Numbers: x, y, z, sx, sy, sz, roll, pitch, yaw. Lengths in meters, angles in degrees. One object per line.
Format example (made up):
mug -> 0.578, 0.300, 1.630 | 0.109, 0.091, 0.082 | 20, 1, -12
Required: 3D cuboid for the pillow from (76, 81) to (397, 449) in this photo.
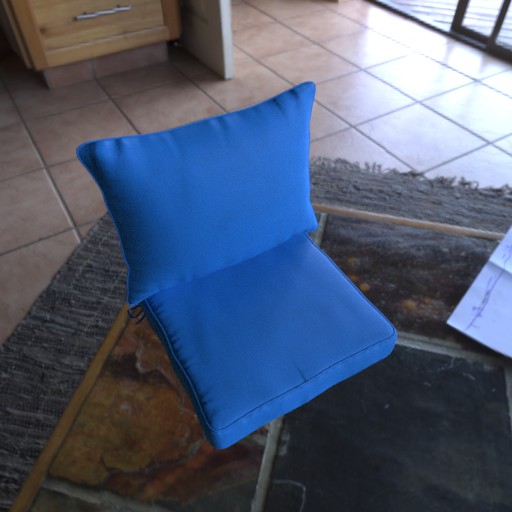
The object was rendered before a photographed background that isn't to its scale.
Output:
pillow -> 0.000, 0.000, 1.377 | 0.798, 0.725, 0.733 | -23, 50, -20
